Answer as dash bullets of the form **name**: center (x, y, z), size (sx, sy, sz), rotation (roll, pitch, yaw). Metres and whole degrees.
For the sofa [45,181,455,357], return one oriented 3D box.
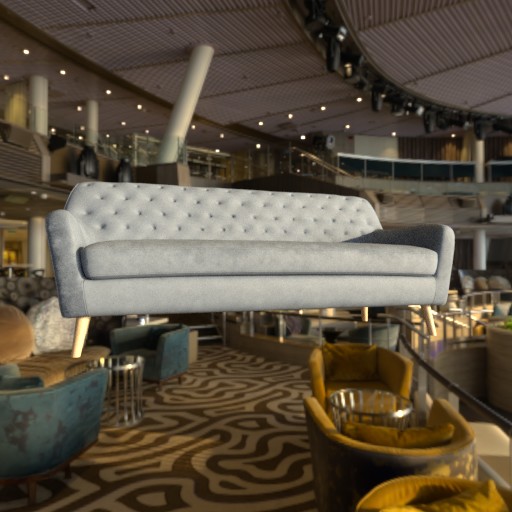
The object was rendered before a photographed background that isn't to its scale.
- **sofa**: center (0.000, 0.000, 2.363), size (1.975, 0.832, 0.841), rotation (0, -1, -19)
